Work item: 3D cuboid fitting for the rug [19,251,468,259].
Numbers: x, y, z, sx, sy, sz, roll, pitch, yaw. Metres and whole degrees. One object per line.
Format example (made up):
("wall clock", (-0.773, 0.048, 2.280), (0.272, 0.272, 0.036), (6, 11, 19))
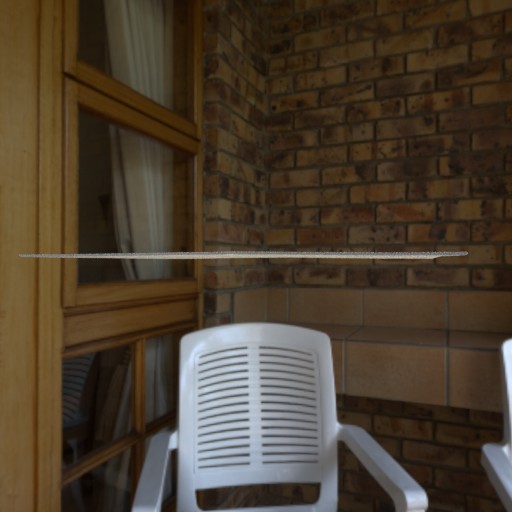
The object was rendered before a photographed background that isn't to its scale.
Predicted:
("rug", (0.000, 0.000, 2.945), (2.338, 0.030, 1.616), (0, -1, 18))
